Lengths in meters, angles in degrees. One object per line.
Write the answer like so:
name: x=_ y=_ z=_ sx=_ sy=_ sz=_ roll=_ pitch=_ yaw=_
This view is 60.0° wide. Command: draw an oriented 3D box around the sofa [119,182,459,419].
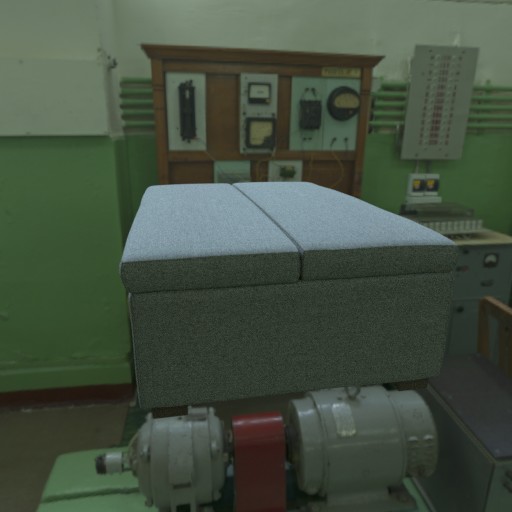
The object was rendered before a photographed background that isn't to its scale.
sofa: x=0.000 y=0.000 z=1.616 sx=0.817 sy=0.434 sz=1.250 roll=-3 pitch=16 yaw=-10
